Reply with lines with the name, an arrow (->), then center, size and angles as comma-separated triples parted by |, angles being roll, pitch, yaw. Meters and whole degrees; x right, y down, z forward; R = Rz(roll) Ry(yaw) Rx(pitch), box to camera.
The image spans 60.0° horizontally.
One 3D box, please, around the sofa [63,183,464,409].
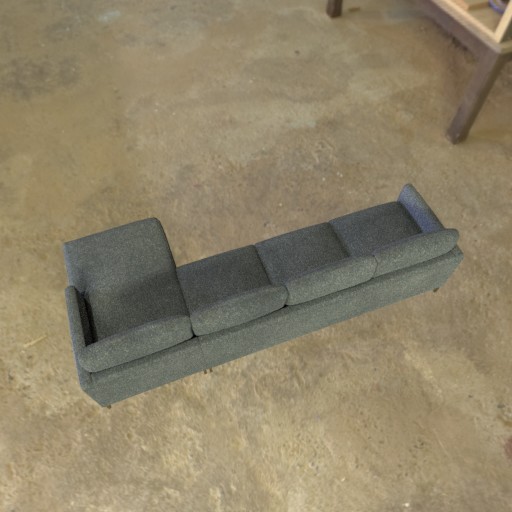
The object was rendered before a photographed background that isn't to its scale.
sofa -> 0.000, 0.000, 3.572 | 2.932, 0.810, 1.350 | -17, 59, -11
